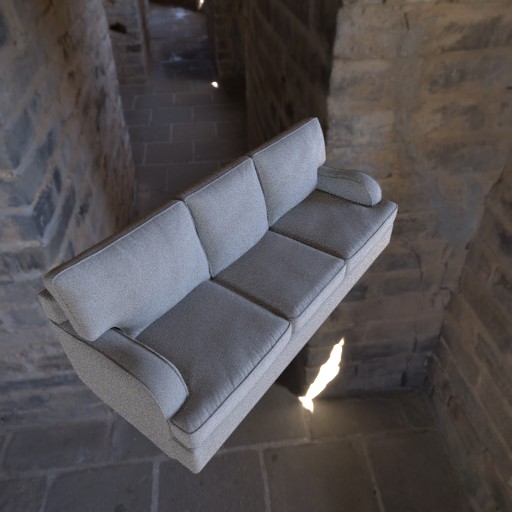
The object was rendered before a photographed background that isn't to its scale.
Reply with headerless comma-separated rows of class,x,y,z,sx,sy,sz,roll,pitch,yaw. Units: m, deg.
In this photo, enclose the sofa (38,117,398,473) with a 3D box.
sofa,0.000,0.000,2.831,1.016,0.997,2.323,25,46,27
